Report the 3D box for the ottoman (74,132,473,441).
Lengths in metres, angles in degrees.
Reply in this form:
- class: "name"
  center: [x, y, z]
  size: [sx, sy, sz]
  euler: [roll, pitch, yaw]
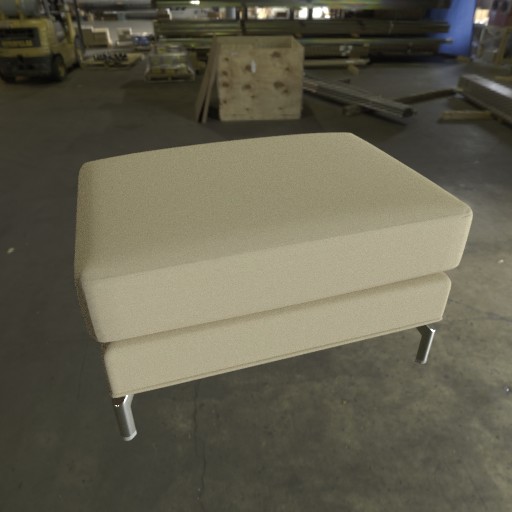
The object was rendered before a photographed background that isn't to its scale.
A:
- class: "ottoman"
  center: [0.000, 0.000, 1.184]
  size: [0.835, 0.497, 0.581]
  euler: [-10, 34, -15]
